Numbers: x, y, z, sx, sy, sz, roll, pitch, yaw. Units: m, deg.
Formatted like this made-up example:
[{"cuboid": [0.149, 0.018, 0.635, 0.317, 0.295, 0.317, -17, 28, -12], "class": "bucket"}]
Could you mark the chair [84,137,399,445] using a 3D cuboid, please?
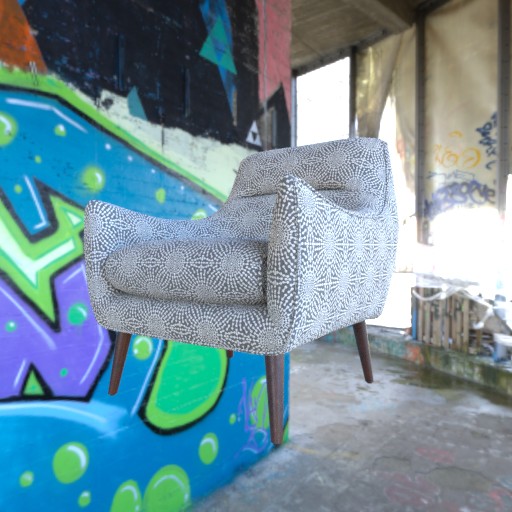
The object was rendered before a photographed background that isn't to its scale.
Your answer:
[{"cuboid": [0.000, 0.000, 1.439, 0.762, 0.838, 0.787, 0, 1, 35], "class": "chair"}]
